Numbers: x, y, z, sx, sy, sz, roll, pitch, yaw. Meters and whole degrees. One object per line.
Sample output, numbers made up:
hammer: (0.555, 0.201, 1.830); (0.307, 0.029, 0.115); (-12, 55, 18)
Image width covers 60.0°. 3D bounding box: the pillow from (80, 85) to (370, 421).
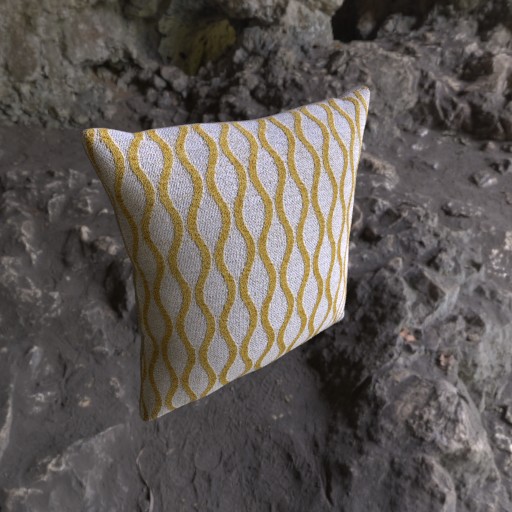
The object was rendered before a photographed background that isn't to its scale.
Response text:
pillow: (0.000, 0.000, 0.656); (0.429, 0.436, 0.159); (-21, 36, -32)
